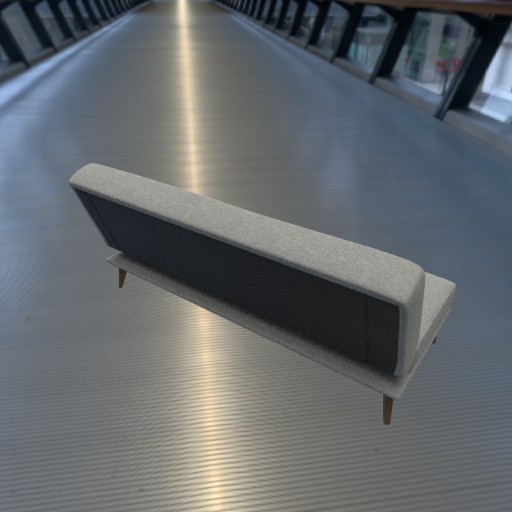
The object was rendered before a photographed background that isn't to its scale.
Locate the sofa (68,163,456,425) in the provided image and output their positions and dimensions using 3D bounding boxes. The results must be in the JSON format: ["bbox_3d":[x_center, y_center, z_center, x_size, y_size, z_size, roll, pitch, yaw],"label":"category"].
[{"bbox_3d":[0.000,0.000,2.279,1.800,0.810,0.860,20,36,31],"label":"sofa"}]
